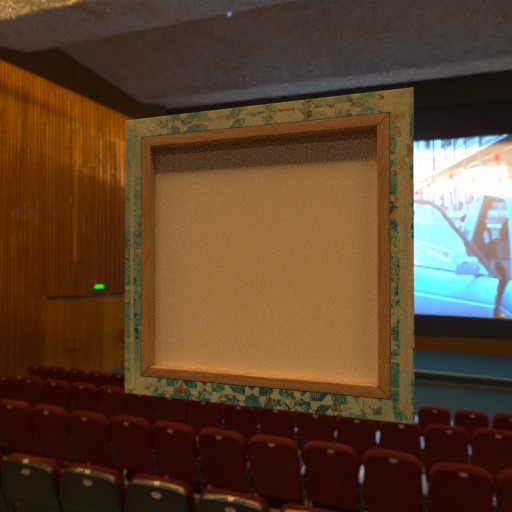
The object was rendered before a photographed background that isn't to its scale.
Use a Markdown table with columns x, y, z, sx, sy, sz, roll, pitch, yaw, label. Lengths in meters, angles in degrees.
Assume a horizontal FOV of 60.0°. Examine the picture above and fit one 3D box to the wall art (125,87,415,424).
| x | y | z | sx | sy | sz | roll | pitch | yaw | label |
| --- | --- | --- | --- | --- | --- | --- | --- | --- | --- |
| 0.000 | 0.000 | 1.364 | 0.916 | 0.916 | 0.040 | 0 | -1 | 18 | wall art |
